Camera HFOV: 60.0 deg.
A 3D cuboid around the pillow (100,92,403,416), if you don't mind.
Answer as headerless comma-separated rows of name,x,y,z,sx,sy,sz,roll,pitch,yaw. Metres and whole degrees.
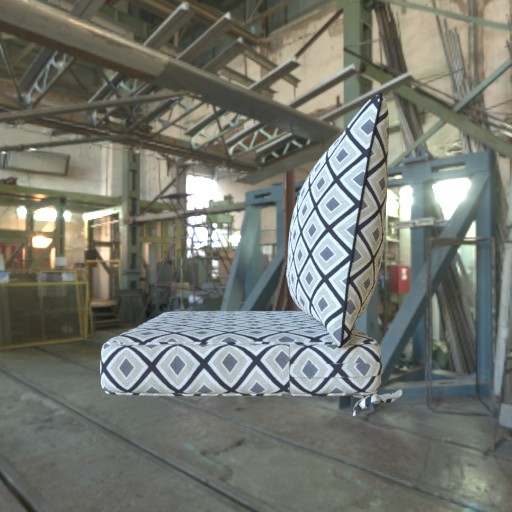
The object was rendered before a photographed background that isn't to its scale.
pillow,0.000,0.000,1.357,0.733,0.722,0.798,0,-1,0
